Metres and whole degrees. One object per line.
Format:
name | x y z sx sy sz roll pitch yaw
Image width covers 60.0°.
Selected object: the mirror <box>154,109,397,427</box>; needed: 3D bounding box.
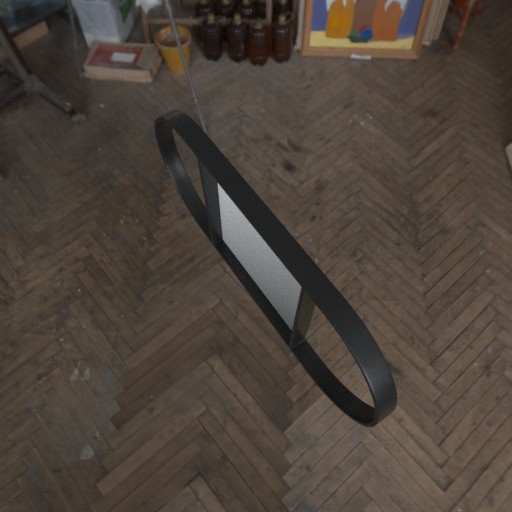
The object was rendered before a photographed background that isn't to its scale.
mirror | 0.000 0.000 0.689 0.032 0.254 0.584 -31 66 -16
